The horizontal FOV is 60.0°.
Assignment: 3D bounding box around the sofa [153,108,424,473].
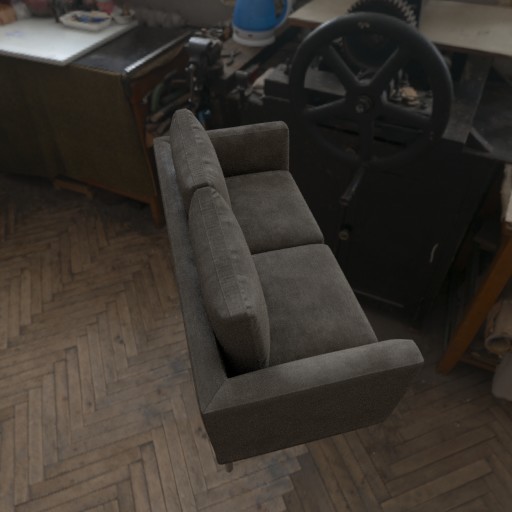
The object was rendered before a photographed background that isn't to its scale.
[{"bbox_3d":[0.000,0.000,2.347,0.855,1.013,1.832,-10,47,-10],"label":"sofa"}]
